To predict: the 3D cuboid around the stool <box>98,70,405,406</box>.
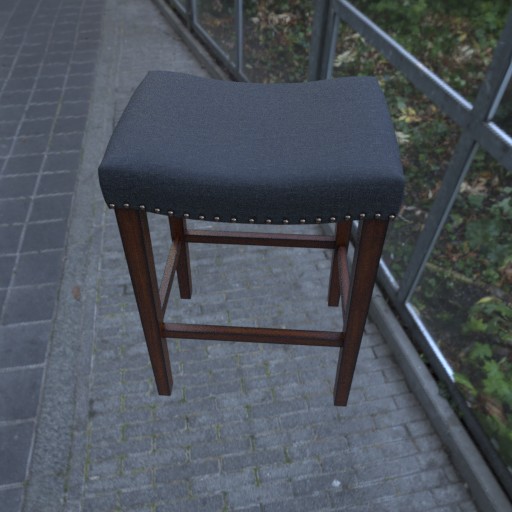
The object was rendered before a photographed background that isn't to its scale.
[{"bbox_3d":[0.000,0.000,1.038,0.502,0.748,0.366,3,47,2],"label":"stool"}]
